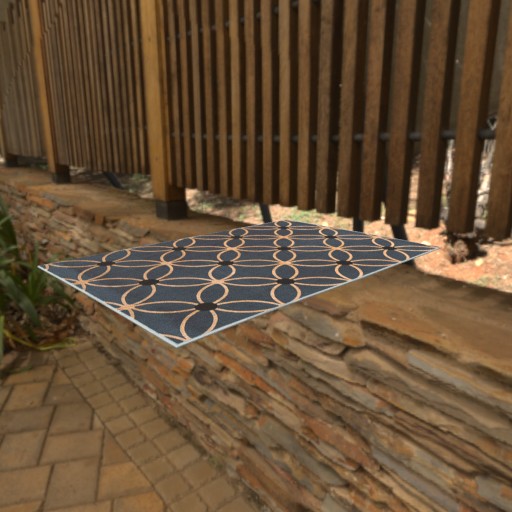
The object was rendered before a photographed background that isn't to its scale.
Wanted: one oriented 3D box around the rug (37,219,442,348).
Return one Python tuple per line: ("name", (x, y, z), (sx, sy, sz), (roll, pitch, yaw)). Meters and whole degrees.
("rug", (0.000, 0.000, 2.965), (2.284, 0.008, 1.522), (-14, 20, -42))
